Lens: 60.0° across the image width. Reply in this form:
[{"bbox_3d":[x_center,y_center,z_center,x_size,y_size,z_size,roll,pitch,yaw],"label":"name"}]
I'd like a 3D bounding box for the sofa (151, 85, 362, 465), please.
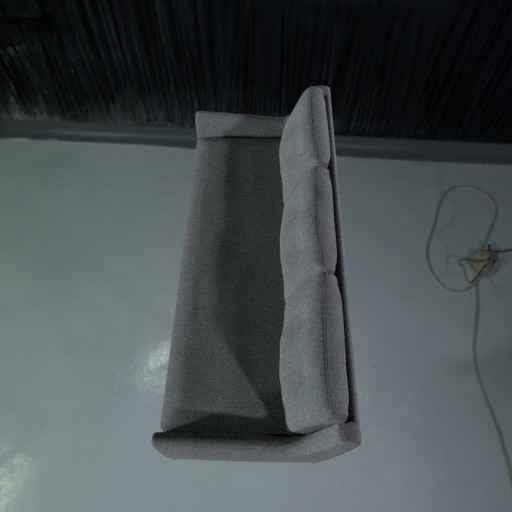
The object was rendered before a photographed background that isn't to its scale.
[{"bbox_3d":[0.000,0.000,2.469,0.849,0.837,2.060,1,59,1],"label":"sofa"}]
